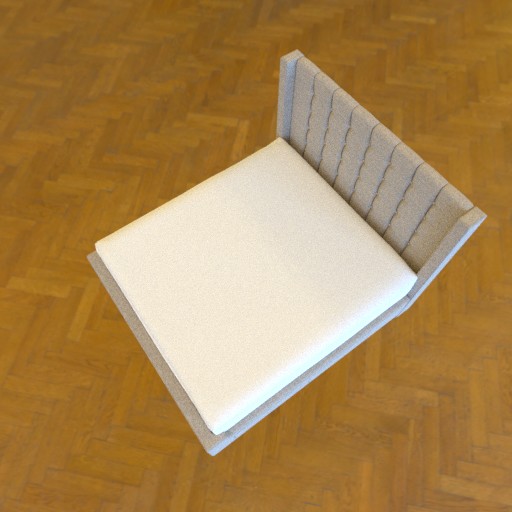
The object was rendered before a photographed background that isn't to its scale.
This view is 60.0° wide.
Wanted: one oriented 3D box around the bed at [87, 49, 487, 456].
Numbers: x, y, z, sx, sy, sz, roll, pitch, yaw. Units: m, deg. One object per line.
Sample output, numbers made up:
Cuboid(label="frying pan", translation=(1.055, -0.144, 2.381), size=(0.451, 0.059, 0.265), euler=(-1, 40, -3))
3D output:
Cuboid(label="bed", translation=(0.000, 0.000, 3.777), size=(2.372, 1.748, 2.044), euler=(-33, 67, -16))
